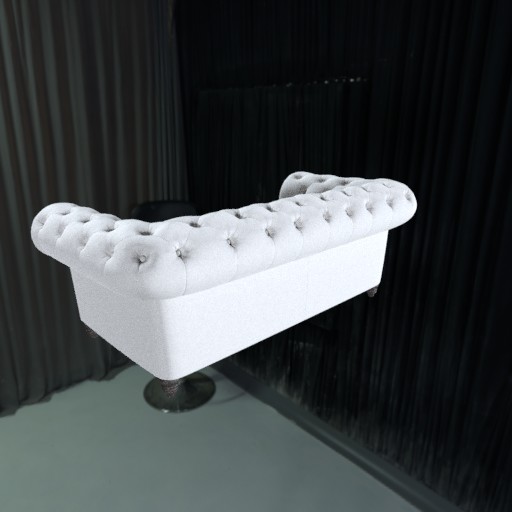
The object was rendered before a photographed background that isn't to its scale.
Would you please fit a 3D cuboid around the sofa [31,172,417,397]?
[{"bbox_3d":[0.000,0.000,2.453,1.998,0.764,0.986,-16,24,-42],"label":"sofa"}]
